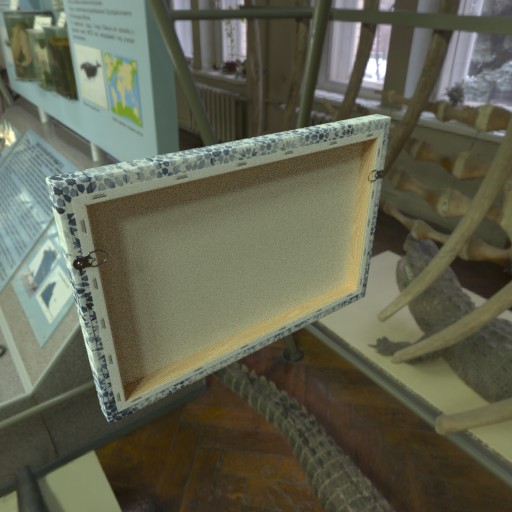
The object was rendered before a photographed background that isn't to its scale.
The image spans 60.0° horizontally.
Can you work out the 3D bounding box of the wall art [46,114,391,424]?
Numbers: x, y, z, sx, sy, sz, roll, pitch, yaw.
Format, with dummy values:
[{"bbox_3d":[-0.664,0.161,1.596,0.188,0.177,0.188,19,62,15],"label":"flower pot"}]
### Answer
[{"bbox_3d":[0.000,0.000,1.169,0.911,0.608,0.057,-20,35,-31],"label":"wall art"}]
